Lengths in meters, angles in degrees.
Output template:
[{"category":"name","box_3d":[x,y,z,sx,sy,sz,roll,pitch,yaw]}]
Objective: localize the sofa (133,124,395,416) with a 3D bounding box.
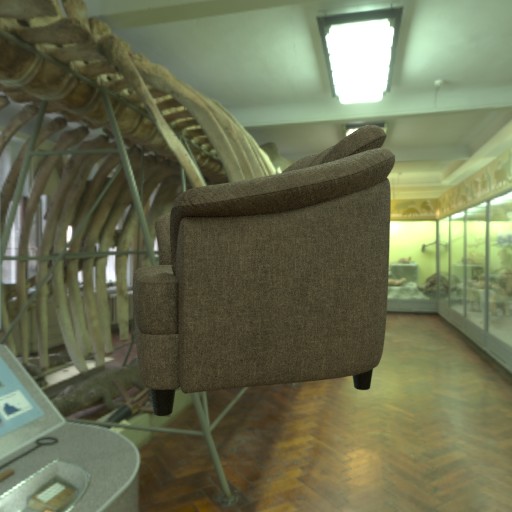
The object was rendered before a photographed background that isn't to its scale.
[{"category":"sofa","box_3d":[0.000,0.000,1.489,0.794,0.811,0.870,0,1,-16]}]
